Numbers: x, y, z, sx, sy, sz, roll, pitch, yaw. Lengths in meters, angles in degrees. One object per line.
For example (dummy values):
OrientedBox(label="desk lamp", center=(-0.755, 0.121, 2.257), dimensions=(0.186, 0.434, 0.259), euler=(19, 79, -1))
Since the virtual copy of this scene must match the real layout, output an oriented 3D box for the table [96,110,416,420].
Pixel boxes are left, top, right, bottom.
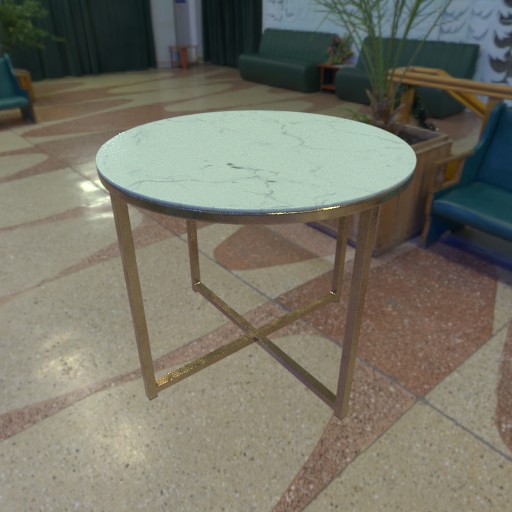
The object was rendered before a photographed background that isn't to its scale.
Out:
OrientedBox(label="table", center=(0.000, 0.000, 0.829), dimensions=(0.500, 0.420, 0.500), euler=(0, 31, 0))
